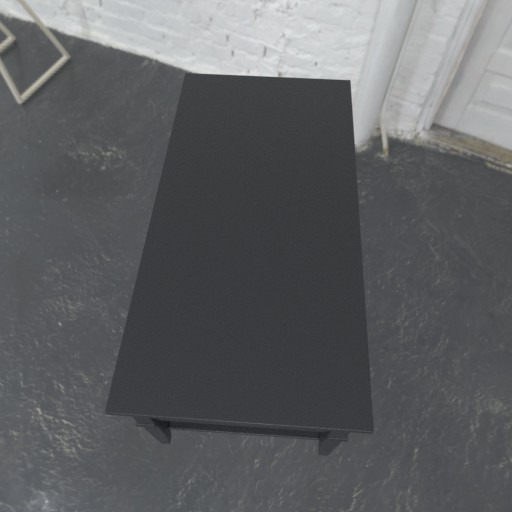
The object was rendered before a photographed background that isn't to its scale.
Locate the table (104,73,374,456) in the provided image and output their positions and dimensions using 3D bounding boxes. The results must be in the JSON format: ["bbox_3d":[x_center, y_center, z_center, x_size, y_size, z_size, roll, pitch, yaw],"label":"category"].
[{"bbox_3d":[0.000,0.000,1.326,0.523,0.470,1.044,3,59,2],"label":"table"}]
